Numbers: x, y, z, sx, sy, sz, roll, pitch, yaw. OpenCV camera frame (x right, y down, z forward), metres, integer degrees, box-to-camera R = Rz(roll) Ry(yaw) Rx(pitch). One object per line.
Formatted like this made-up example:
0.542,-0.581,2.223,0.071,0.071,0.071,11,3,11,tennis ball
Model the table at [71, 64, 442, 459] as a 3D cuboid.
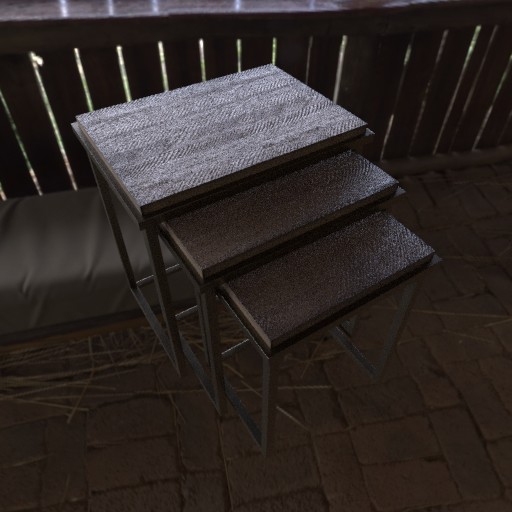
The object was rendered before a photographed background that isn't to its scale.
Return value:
0.000,0.000,1.117,0.559,0.610,0.706,-24,51,-22,table
